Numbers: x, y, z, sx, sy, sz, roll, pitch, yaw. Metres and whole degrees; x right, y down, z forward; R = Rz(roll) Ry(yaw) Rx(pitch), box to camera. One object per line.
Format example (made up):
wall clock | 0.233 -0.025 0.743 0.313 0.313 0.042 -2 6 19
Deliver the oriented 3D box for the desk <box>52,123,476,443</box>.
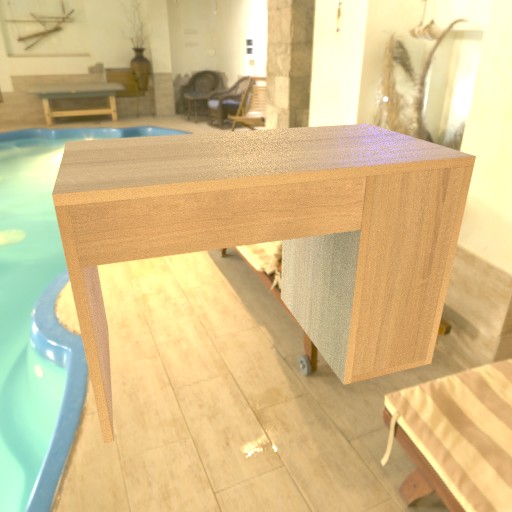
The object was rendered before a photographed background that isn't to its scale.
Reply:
desk | 0.000 0.000 1.501 1.100 0.731 0.600 -8 27 -16
